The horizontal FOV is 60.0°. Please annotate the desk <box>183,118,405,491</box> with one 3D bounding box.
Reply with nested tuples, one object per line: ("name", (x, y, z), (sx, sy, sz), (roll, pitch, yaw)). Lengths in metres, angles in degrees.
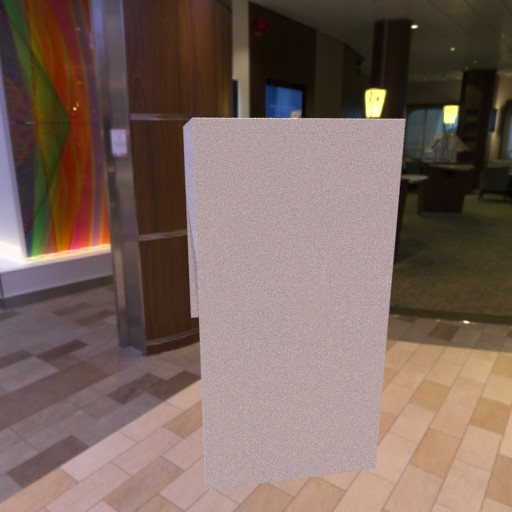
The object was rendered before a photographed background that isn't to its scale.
("desk", (0.000, 0.000, 1.385), (0.400, 0.790, 1.000), (-3, 16, -10))
